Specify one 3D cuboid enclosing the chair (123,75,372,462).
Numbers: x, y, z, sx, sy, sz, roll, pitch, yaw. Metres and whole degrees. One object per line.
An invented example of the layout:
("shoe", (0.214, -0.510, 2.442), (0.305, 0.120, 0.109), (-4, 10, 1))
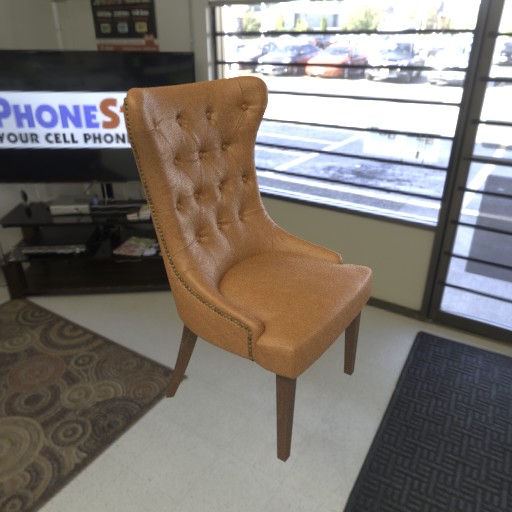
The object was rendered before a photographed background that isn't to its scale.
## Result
("chair", (0.000, 0.000, 1.476), (0.669, 1.065, 0.611), (18, 32, 31))
